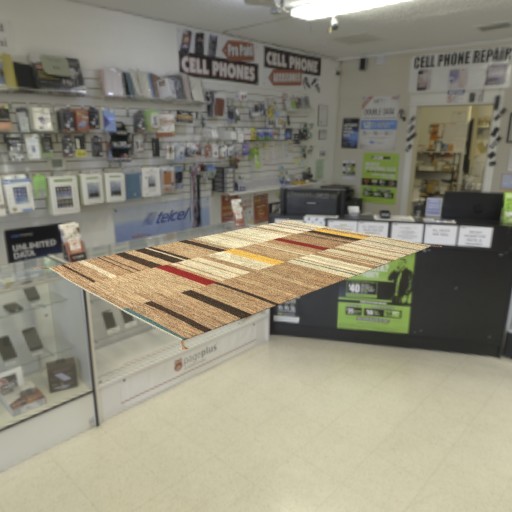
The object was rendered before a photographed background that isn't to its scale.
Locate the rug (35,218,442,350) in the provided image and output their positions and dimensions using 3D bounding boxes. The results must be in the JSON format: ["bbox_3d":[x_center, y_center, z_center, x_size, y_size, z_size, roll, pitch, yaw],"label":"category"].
[{"bbox_3d":[0.000,0.000,2.433,1.918,0.007,1.268,-15,21,-42],"label":"rug"}]
